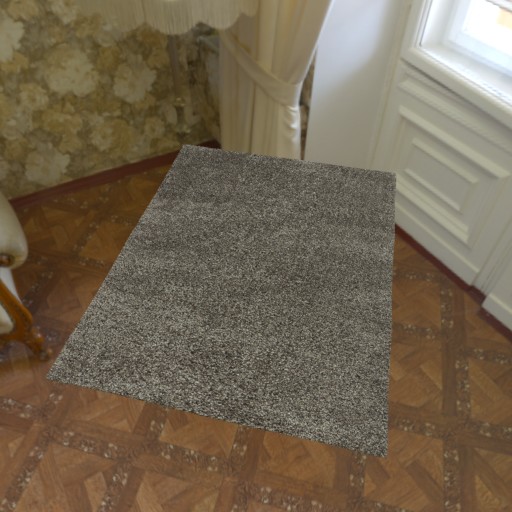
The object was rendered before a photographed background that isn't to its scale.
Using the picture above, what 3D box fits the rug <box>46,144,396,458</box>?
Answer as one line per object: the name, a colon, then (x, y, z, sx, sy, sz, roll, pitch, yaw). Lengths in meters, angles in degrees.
rug: (0.000, 0.000, 3.970, 2.401, 0.025, 3.000, 10, 49, 9)
